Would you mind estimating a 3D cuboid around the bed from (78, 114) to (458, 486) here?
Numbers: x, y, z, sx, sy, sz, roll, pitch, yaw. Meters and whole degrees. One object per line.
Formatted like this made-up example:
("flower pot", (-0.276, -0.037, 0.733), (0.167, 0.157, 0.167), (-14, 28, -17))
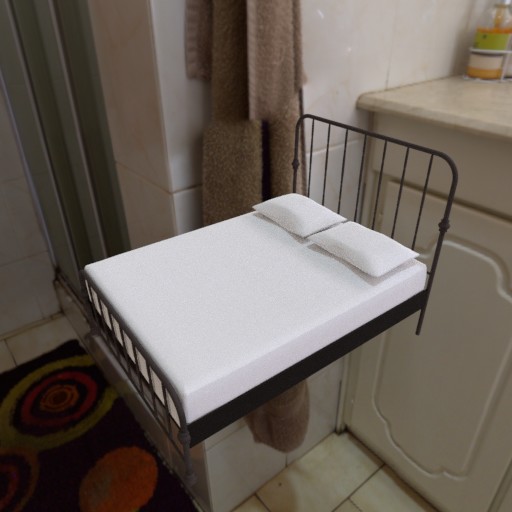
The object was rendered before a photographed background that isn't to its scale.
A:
("bed", (0.000, 0.000, 3.154), (2.134, 1.446, 1.616), (-21, 37, -31))
